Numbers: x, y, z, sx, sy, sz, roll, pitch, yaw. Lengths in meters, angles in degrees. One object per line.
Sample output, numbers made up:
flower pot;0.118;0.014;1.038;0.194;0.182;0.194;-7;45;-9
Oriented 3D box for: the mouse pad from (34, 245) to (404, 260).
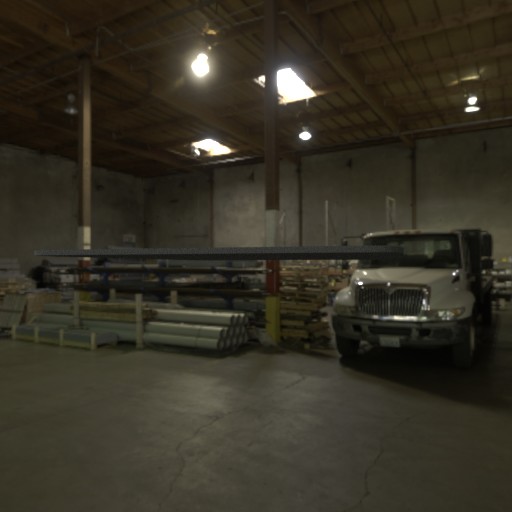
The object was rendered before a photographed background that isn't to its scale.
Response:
mouse pad;0.000;0.000;0.324;0.203;0.003;0.229;0;-1;18
